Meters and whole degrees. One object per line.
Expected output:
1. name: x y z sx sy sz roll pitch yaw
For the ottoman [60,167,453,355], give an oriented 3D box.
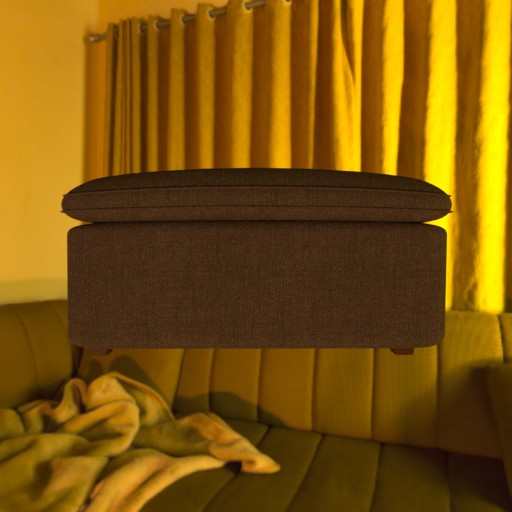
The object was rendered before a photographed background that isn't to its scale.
1. ottoman: 0.000 0.000 1.685 1.067 0.559 1.067 0 0 0
